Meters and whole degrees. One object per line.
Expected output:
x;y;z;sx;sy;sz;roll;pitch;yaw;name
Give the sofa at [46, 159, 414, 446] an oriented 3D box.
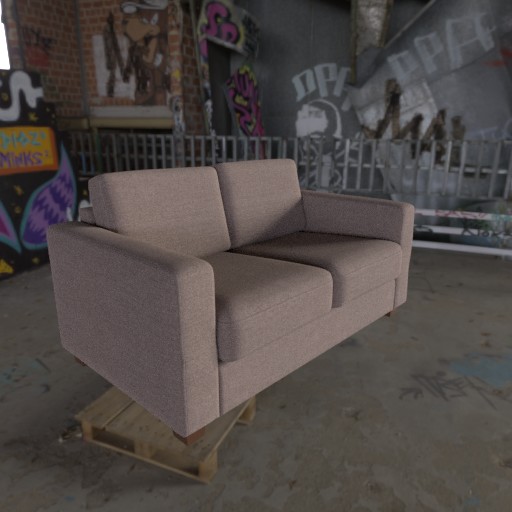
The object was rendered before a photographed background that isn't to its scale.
0.000;0.000;2.030;0.900;0.800;1.520;15;22;41;sofa
